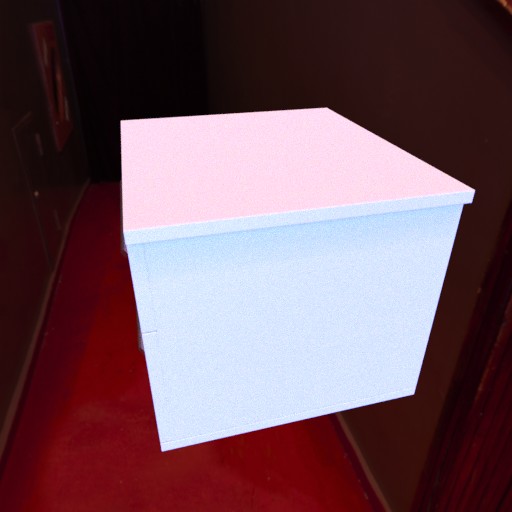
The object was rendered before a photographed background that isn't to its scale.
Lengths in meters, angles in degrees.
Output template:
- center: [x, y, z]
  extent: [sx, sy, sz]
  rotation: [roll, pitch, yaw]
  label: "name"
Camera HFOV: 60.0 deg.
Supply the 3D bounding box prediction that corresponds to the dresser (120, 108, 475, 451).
- center: [0.000, 0.000, 0.728]
  extent: [0.400, 0.360, 0.430]
  rotation: [-8, 32, -13]
  label: "dresser"
